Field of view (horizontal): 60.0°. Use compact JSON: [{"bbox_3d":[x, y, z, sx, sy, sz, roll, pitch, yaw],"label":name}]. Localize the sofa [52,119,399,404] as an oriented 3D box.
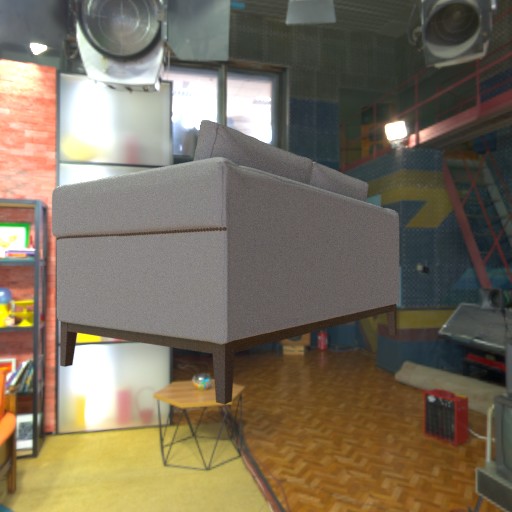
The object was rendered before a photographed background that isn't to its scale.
[{"bbox_3d":[0.000,0.000,2.134,0.899,0.873,1.598,-1,-1,35],"label":"sofa"}]
